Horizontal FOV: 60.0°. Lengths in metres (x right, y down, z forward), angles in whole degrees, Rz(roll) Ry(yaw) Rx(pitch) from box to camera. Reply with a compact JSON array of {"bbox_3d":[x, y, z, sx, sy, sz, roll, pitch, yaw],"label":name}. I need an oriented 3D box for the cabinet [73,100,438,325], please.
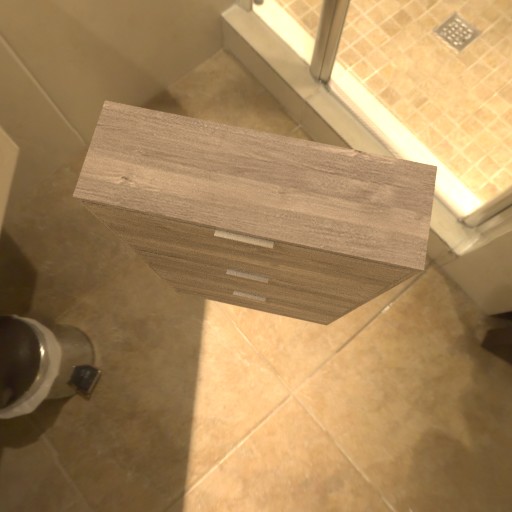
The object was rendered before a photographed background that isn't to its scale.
[{"bbox_3d":[0.000,0.000,1.570,0.750,1.280,0.250,12,76,3],"label":"cabinet"}]
